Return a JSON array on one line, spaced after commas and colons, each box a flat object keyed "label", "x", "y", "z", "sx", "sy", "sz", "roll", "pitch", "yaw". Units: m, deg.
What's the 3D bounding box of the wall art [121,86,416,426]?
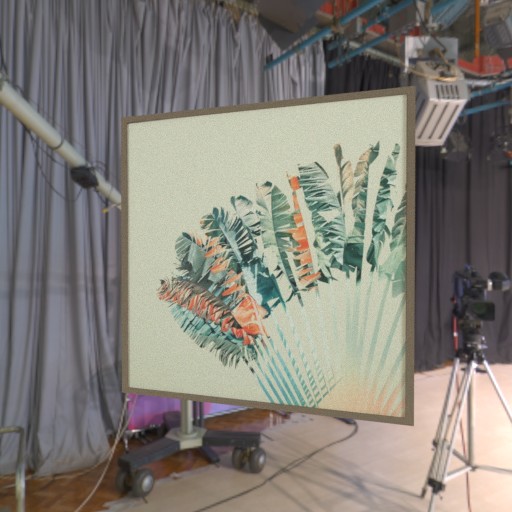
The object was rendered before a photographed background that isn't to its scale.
[{"label": "wall art", "x": 0.000, "y": 0.000, "z": 0.755, "sx": 0.508, "sy": 0.506, "sz": 0.038, "roll": 0, "pitch": 1, "yaw": 18}]
